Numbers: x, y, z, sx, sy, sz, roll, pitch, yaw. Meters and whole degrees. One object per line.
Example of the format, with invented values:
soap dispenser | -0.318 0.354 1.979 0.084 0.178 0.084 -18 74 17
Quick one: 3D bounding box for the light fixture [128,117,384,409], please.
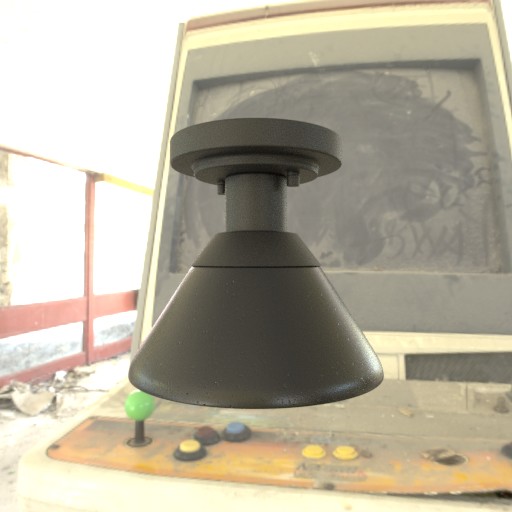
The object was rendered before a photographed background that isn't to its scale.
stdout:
light fixture | 0.000 0.000 0.363 0.200 0.183 0.200 0 -1 0
